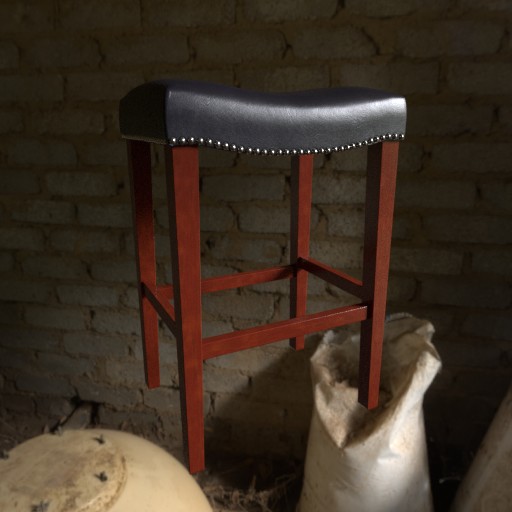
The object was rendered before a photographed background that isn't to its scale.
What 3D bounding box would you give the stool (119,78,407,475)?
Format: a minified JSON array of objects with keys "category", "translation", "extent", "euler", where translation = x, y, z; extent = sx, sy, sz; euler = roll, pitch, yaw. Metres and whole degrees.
[{"category":"stool","translation":[0.000,0.000,1.024],"extent":[0.504,0.742,0.372],"euler":[-8,19,-26]}]
